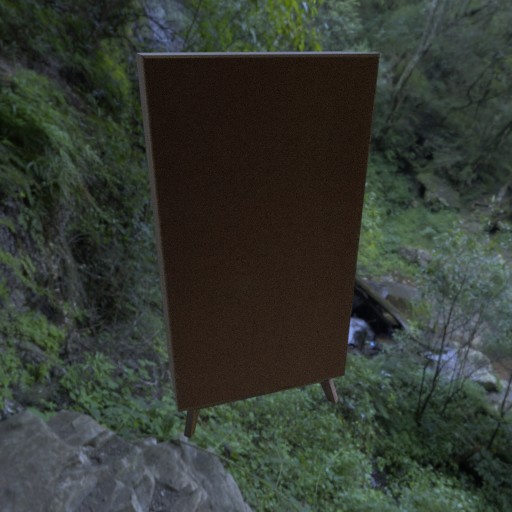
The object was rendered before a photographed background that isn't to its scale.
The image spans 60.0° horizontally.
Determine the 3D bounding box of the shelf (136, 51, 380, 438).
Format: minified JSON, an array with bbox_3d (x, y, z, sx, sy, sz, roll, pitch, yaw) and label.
[{"bbox_3d":[0.000,0.000,1.766,0.748,1.471,0.308,-8,27,-15],"label":"shelf"}]
